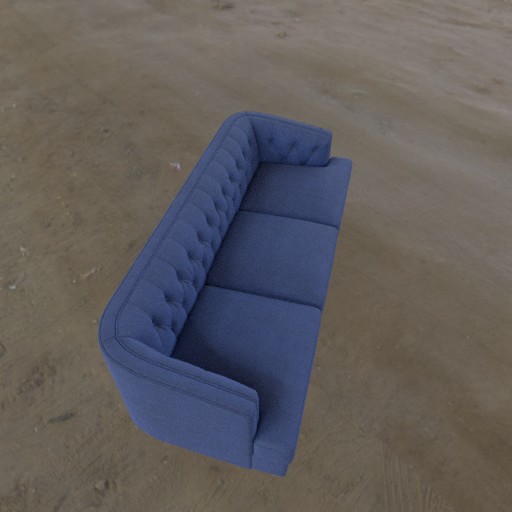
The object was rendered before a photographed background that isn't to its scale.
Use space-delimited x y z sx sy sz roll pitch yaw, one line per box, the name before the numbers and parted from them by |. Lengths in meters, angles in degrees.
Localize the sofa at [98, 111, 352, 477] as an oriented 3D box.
sofa | 0.000 0.000 2.674 0.914 0.787 2.235 11 46 10
